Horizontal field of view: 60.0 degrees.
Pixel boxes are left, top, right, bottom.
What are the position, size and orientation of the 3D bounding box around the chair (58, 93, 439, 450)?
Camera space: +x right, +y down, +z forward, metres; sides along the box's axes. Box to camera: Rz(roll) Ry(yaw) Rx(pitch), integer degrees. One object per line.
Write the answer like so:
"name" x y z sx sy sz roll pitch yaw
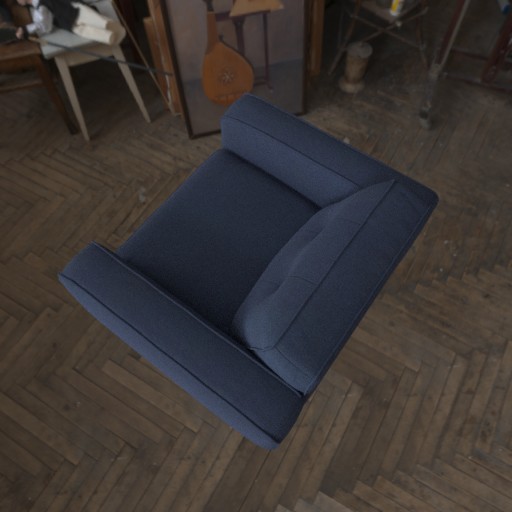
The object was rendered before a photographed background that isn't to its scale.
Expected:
"chair" 0.000 0.000 1.761 0.953 0.783 1.118 33 68 16
